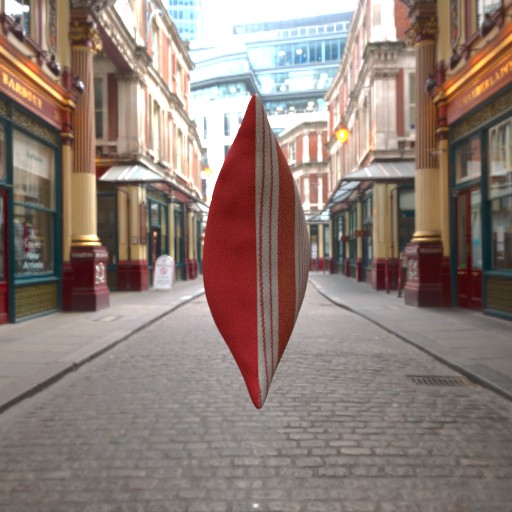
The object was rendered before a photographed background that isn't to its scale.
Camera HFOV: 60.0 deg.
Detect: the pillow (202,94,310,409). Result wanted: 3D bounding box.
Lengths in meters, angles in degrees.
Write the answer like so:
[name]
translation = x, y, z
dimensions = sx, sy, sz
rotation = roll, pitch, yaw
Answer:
[pillow]
translation = 0.000, 0.000, 0.719
dimensions = 0.151, 0.297, 0.608
rotation = 0, -1, -1
